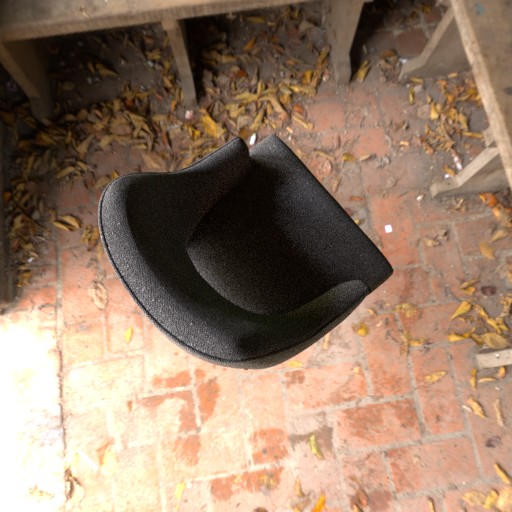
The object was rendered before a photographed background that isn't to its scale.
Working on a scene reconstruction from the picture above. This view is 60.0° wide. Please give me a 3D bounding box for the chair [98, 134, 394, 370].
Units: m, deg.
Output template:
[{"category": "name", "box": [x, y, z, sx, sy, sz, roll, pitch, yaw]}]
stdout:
[{"category": "chair", "box": [0.000, 0.000, 1.313, 0.629, 0.875, 0.608, -37, 78, -9]}]
